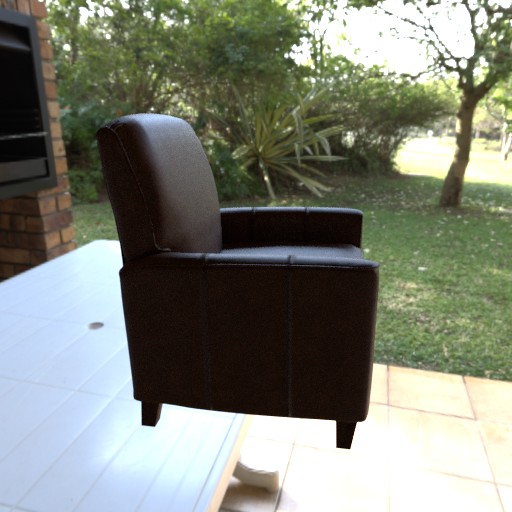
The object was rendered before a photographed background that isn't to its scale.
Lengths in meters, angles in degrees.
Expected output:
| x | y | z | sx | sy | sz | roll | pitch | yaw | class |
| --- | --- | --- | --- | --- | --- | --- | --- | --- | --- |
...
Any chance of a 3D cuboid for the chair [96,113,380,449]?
| x | y | z | sx | sy | sz | roll | pitch | yaw | class |
| --- | --- | --- | --- | --- | --- | --- | --- | --- | --- |
| 0.000 | 0.000 | 1.648 | 0.850 | 1.010 | 0.839 | 3 | 17 | 9 | chair |
